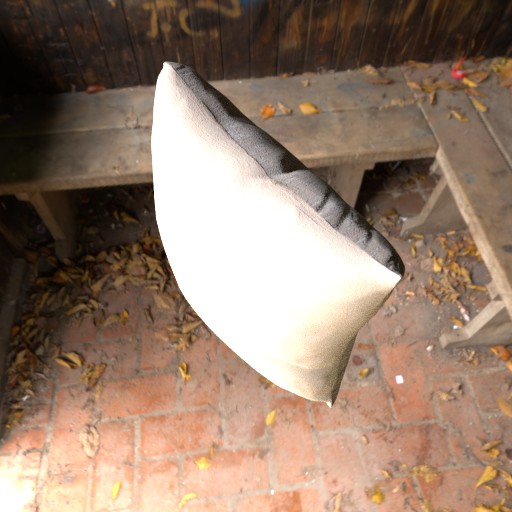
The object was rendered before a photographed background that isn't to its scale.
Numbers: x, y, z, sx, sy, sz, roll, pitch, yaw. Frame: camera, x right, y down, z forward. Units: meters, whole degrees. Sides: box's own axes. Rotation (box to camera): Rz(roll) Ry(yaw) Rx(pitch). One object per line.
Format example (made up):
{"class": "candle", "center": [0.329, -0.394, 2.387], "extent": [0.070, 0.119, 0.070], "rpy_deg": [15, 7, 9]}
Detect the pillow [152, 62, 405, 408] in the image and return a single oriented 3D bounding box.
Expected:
{"class": "pillow", "center": [0.000, 0.000, 0.705], "extent": [0.245, 0.448, 0.450], "rpy_deg": [-31, 62, -18]}
